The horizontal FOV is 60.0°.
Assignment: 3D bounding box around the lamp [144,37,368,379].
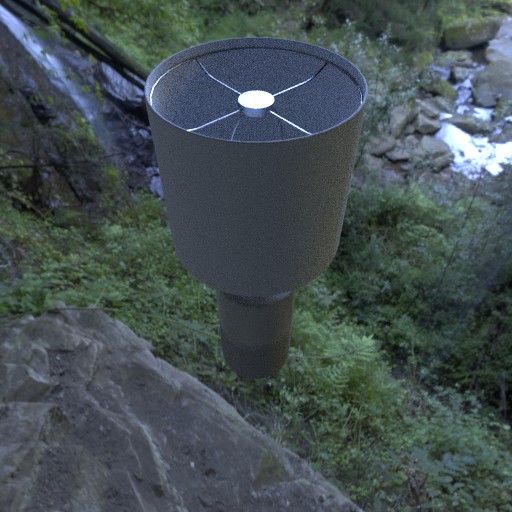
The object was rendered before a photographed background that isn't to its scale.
[{"bbox_3d":[0.000,0.000,0.605,0.212,0.493,0.212,-32,55,-26],"label":"lamp"}]
